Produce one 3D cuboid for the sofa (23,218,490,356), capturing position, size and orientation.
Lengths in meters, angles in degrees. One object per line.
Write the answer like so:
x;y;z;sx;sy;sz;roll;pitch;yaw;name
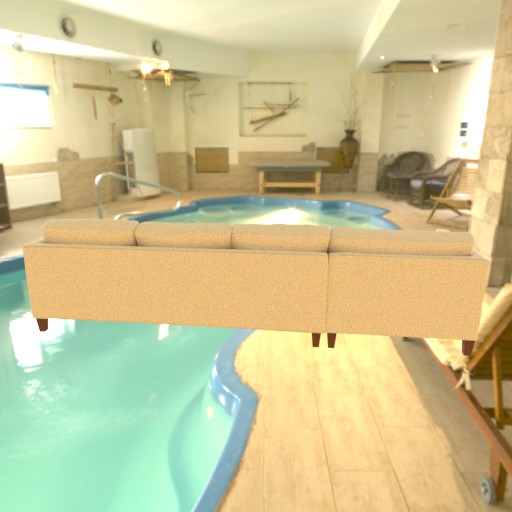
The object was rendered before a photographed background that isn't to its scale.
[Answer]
0.000;0.000;3.810;3.186;0.846;1.625;2;17;6;sofa
